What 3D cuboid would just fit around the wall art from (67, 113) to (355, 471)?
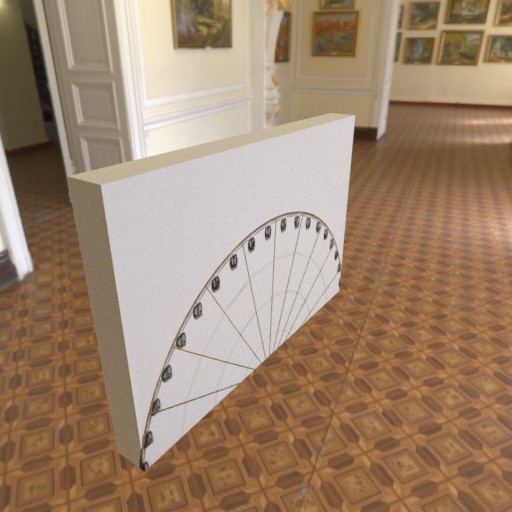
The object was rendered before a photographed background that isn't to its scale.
[{"bbox_3d":[0.000,0.000,0.479,0.039,0.254,0.384,17,30,32],"label":"wall art"}]
